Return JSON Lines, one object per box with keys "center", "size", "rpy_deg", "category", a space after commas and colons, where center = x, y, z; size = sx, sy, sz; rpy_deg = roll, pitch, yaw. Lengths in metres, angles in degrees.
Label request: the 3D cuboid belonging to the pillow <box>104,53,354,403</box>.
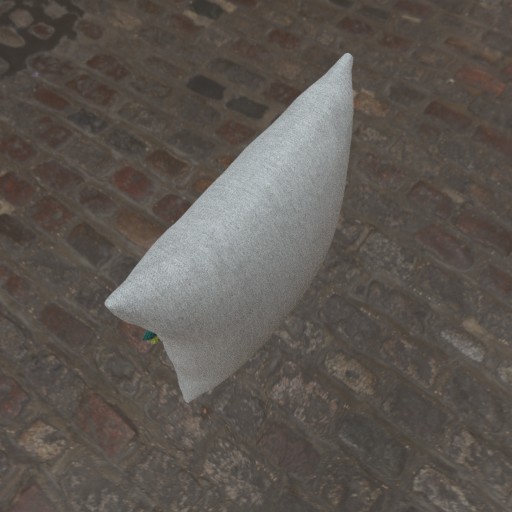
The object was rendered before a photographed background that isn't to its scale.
{"center": [0.000, 0.000, 0.676], "size": [0.173, 0.436, 0.433], "rpy_deg": [33, 67, 16], "category": "pillow"}
